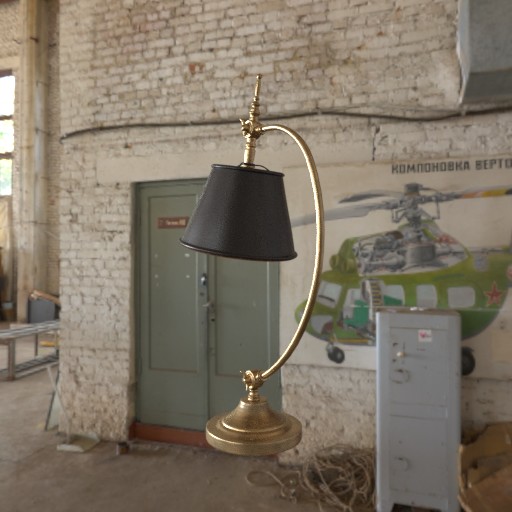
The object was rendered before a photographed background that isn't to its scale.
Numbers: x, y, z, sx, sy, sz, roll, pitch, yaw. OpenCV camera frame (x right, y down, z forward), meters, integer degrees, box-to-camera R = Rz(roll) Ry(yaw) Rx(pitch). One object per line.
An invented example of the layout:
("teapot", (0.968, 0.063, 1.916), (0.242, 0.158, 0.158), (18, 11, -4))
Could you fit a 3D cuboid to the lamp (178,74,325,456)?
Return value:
("lamp", (0.000, 0.000, 0.827), (0.235, 0.675, 0.344), (1, -1, -37))
